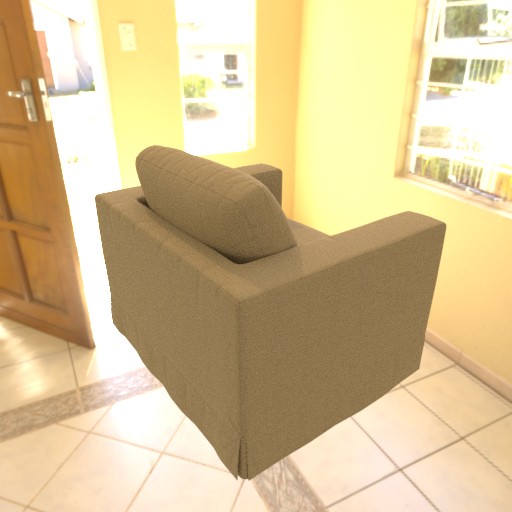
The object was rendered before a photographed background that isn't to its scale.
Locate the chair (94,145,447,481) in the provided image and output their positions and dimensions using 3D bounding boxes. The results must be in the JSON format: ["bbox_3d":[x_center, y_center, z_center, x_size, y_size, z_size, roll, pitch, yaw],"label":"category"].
[{"bbox_3d":[0.000,0.000,1.849,0.957,0.878,1.150,-18,31,-33],"label":"chair"}]
